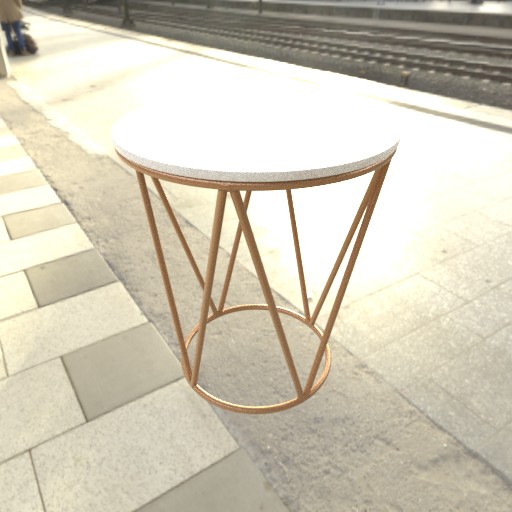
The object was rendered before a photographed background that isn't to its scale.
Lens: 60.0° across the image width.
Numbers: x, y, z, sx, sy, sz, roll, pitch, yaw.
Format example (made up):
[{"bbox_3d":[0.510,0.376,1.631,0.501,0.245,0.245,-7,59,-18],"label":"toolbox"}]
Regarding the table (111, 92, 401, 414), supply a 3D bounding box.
[{"bbox_3d":[0.000,0.000,0.939,0.500,0.564,0.500,0,32,0],"label":"table"}]
